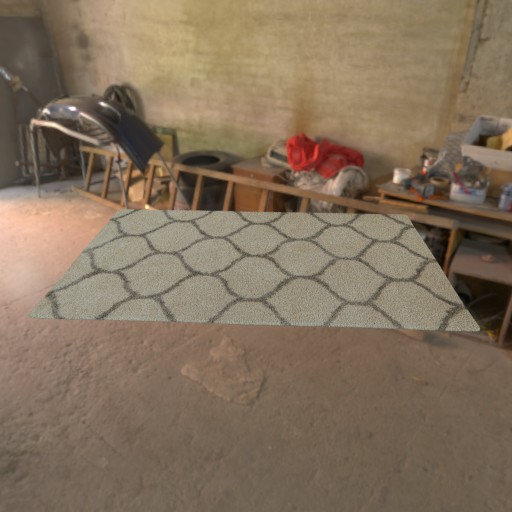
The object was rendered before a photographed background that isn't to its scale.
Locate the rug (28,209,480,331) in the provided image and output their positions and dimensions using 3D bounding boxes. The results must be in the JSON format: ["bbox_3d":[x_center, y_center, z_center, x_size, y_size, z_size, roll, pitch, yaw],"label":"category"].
[{"bbox_3d":[0.000,0.000,2.950,2.348,0.024,1.501,1,28,3],"label":"rug"}]
